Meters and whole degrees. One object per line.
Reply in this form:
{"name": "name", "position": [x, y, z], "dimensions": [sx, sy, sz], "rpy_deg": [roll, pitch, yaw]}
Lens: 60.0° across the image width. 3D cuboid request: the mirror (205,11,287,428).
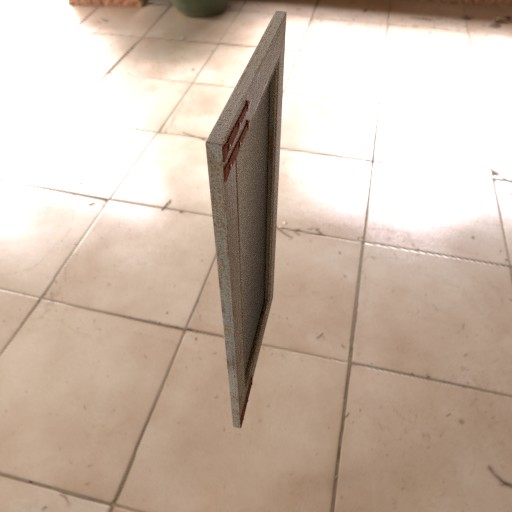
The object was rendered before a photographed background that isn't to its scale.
{"name": "mirror", "position": [0.000, 0.000, 1.055], "dimensions": [0.027, 0.922, 0.472], "rpy_deg": [9, 48, 9]}
